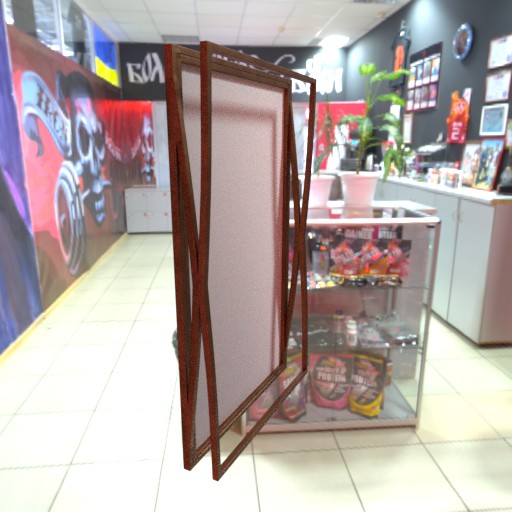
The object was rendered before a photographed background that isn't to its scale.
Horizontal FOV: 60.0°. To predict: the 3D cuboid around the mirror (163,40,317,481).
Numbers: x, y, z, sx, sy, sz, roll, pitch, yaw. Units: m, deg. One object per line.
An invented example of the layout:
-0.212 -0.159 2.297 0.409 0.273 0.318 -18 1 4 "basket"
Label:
0.000 0.000 0.959 0.082 0.768 0.468 7 16 27 "mirror"
